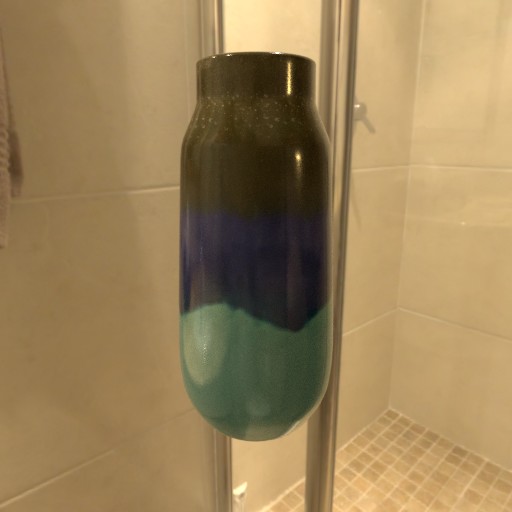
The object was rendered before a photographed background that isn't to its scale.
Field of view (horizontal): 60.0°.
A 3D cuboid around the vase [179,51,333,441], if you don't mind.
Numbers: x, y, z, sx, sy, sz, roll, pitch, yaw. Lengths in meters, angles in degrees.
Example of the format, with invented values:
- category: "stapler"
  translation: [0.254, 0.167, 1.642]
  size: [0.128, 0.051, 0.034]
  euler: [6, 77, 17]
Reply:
- category: "vase"
  translation: [0.000, 0.000, 0.385]
  size: [0.139, 0.313, 0.139]
  euler: [0, 15, 0]
